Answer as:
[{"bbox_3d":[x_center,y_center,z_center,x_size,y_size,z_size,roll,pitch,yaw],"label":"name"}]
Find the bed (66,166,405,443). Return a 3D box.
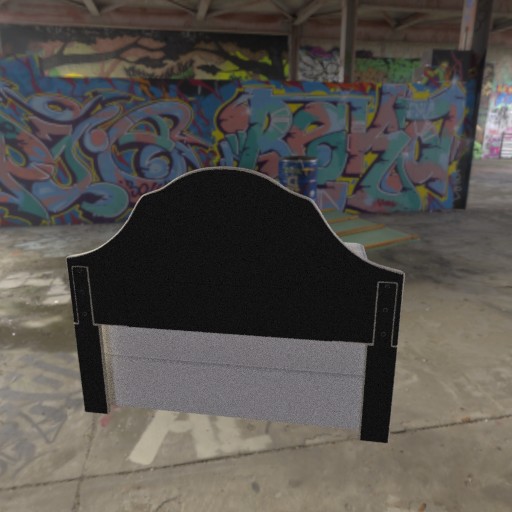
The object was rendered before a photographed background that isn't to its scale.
[{"bbox_3d":[0.000,0.000,3.617,2.008,1.615,2.214,3,16,9],"label":"bed"}]
